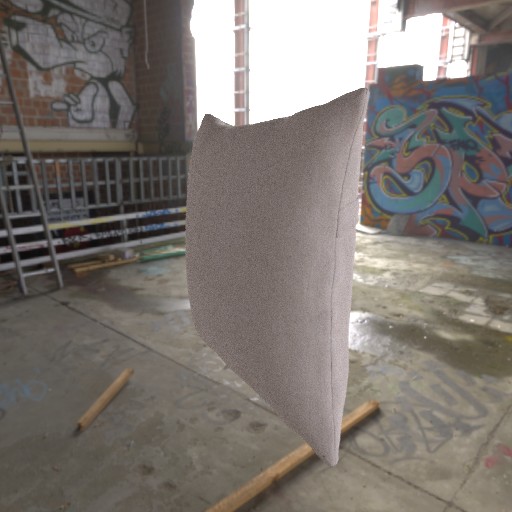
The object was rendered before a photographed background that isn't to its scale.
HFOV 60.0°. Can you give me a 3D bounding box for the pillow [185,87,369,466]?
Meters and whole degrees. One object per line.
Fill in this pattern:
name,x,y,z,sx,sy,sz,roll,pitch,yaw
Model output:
pillow,0.000,0.000,0.668,0.173,0.436,0.433,-7,16,-27
